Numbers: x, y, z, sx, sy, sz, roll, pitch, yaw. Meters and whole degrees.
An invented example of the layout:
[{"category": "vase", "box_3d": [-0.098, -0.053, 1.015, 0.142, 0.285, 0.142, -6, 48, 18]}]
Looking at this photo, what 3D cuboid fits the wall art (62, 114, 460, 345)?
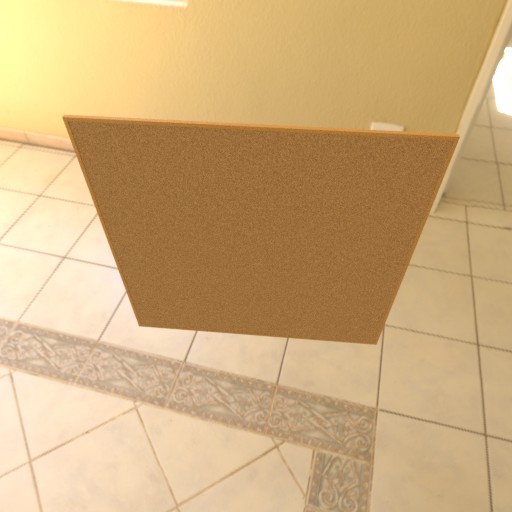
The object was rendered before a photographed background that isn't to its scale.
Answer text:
[{"category": "wall art", "box_3d": [0.000, 0.000, 1.433, 0.962, 0.959, 0.013, 4, 49, 3]}]
